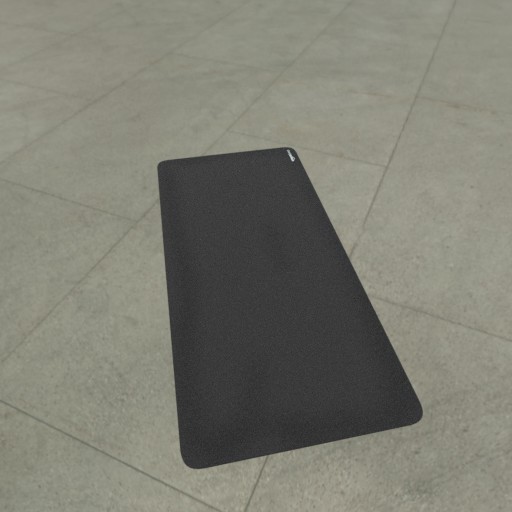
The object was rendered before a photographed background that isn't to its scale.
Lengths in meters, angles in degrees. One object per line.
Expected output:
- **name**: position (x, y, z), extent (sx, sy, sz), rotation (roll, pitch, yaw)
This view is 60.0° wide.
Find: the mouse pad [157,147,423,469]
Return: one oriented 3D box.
- **mouse pad**: position (0.000, 0.000, 1.046), extent (0.424, 0.003, 0.907), rotation (-8, 46, -8)
